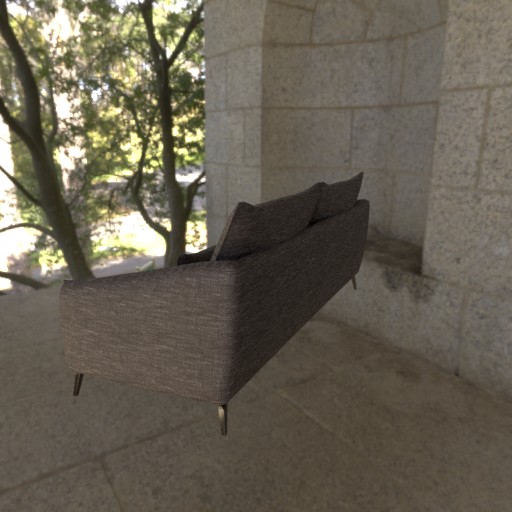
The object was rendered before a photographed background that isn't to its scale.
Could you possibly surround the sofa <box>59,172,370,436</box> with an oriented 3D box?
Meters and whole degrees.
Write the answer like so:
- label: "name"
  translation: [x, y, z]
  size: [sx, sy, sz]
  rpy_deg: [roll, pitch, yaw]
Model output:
- label: "sofa"
  translation: [0.000, 0.000, 2.461]
  size: [0.807, 0.843, 2.019]
  rpy_deg: [7, 16, 26]
